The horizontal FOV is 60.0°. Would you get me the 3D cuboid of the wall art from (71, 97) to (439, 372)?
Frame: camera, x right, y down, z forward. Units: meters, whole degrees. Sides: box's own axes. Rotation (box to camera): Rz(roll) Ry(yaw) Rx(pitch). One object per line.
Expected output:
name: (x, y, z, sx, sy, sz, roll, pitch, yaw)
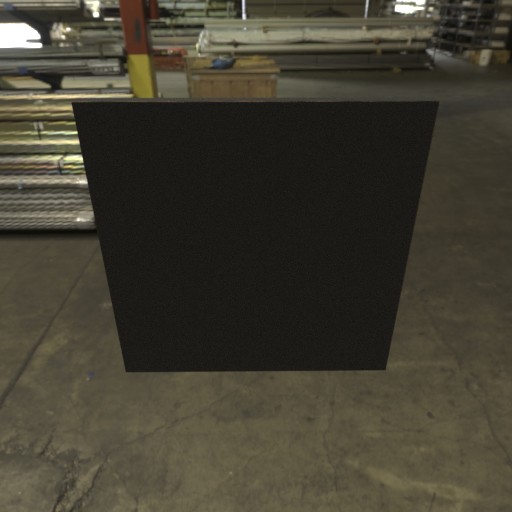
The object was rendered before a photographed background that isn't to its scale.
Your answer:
wall art: (0.000, 0.000, 1.123, 0.762, 0.762, 0.038, 0, 30, -1)
